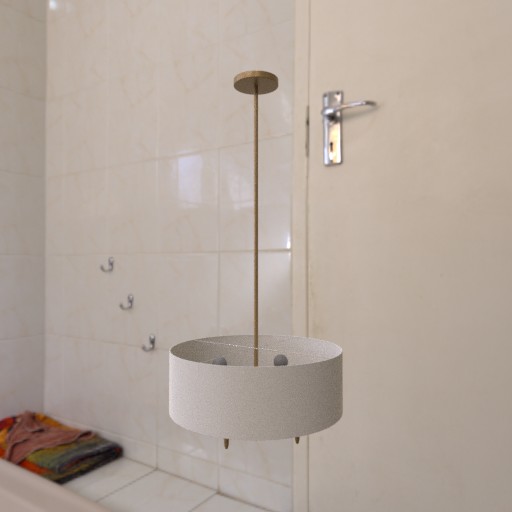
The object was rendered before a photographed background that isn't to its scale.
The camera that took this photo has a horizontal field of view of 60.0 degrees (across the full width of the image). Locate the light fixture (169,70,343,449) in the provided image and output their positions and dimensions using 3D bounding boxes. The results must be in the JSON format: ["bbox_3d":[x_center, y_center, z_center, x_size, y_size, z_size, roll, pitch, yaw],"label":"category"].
[{"bbox_3d":[0.000,0.000,1.332,0.508,1.067,0.508,0,-1,0],"label":"light fixture"}]
